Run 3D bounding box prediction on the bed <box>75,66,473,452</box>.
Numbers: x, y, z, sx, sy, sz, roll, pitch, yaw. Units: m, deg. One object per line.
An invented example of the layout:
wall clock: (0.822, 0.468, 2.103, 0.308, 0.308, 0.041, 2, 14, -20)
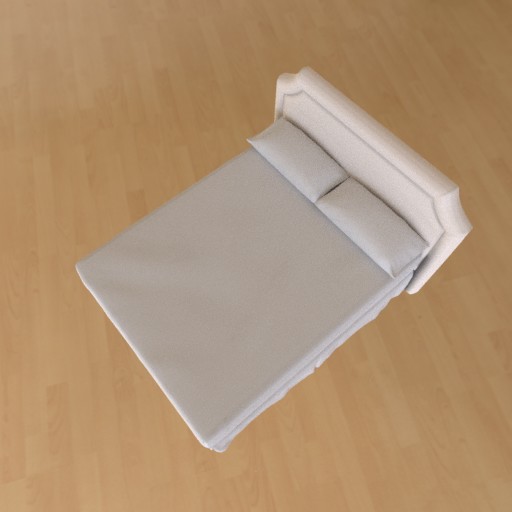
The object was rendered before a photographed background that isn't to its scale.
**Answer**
bed: (0.000, 0.000, 3.230, 2.164, 1.297, 1.828, -37, 70, -16)
